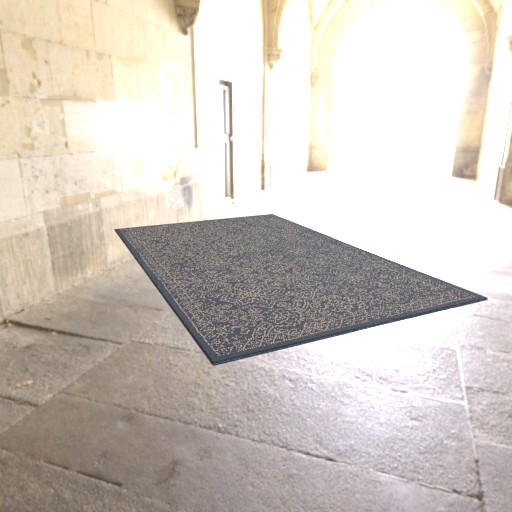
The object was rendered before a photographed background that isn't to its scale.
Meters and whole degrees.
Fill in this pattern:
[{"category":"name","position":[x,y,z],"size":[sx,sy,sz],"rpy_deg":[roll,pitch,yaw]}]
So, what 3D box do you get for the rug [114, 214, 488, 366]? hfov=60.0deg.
[{"category":"rug","position":[0.000,0.000,3.053],"size":[1.526,0.015,2.441],"rpy_deg":[-8,19,-24]}]
